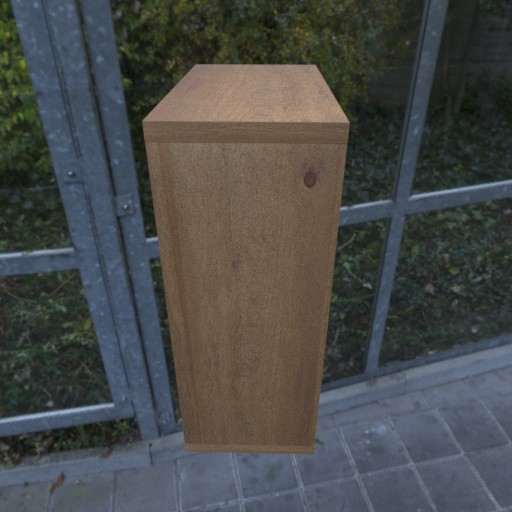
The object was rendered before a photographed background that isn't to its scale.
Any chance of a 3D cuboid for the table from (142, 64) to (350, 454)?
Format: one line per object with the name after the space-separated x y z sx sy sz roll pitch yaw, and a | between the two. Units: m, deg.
0.000 0.000 1.774 0.524 1.294 0.901 1 31 1 | table
